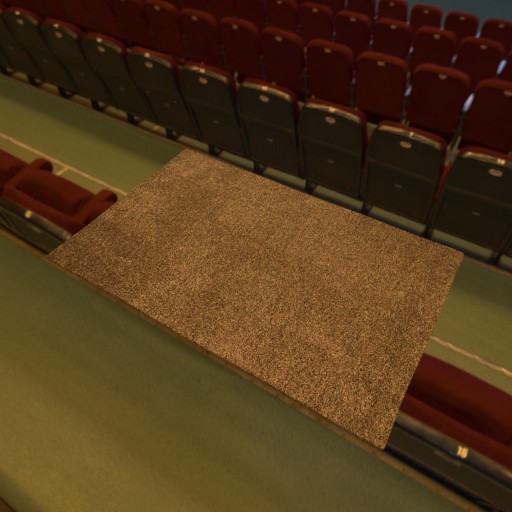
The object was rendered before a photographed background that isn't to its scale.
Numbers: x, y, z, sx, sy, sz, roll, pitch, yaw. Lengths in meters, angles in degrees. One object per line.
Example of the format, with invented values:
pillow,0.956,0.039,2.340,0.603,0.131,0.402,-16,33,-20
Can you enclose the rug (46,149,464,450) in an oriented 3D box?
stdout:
rug,0.000,0.000,2.949,2.352,0.025,1.501,24,51,21
